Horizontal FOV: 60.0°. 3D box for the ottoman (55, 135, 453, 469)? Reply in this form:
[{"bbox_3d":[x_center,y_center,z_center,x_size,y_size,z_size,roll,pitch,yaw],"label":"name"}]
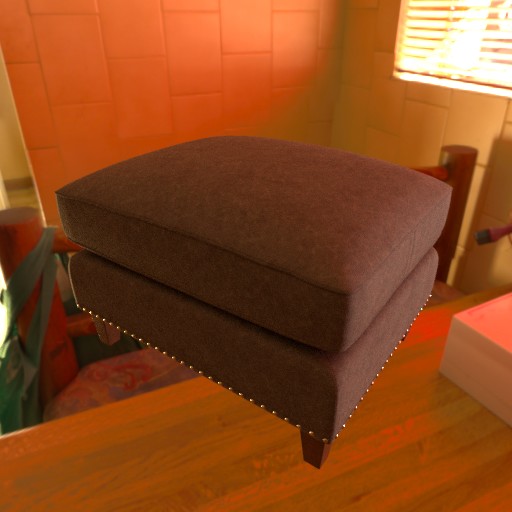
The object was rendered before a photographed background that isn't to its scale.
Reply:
[{"bbox_3d":[0.000,0.000,1.098,0.741,0.513,0.584,19,34,31],"label":"ottoman"}]
